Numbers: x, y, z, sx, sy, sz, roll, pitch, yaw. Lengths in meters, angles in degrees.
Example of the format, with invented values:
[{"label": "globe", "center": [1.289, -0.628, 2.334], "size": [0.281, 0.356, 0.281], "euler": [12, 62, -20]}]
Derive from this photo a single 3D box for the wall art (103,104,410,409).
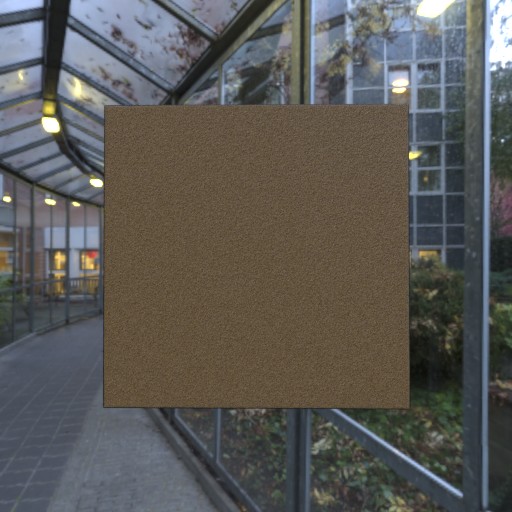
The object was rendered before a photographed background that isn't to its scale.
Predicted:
[{"label": "wall art", "center": [0.000, 0.000, 0.668], "size": [0.456, 0.453, 0.022], "euler": [0, -1, 1]}]
